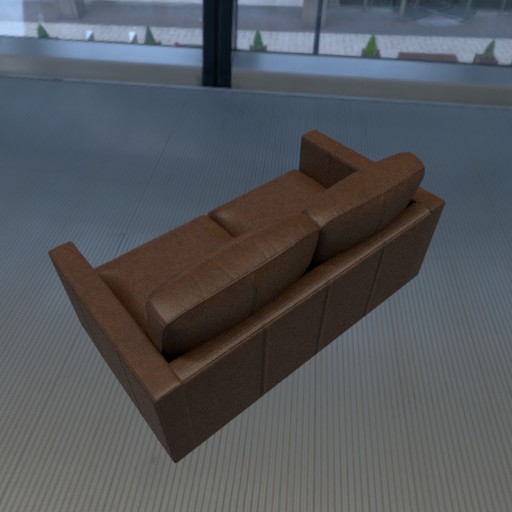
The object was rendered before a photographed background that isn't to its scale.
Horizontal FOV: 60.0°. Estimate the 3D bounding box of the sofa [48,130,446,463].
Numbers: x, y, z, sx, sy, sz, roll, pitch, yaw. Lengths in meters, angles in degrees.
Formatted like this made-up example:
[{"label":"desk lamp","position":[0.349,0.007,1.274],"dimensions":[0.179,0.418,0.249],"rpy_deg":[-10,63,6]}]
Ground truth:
[{"label":"sofa","position":[0.000,0.000,2.121],"dimensions":[1.578,0.951,0.909],"rpy_deg":[-30,53,-27]}]
